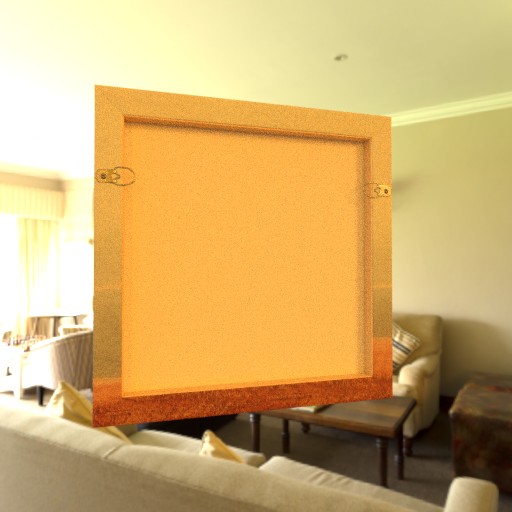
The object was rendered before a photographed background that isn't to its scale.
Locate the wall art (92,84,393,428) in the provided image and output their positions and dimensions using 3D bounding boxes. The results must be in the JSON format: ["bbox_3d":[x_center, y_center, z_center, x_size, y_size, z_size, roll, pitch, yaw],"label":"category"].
[{"bbox_3d":[0.000,0.000,0.878,0.605,0.605,0.034,0,-1,-17],"label":"wall art"}]
